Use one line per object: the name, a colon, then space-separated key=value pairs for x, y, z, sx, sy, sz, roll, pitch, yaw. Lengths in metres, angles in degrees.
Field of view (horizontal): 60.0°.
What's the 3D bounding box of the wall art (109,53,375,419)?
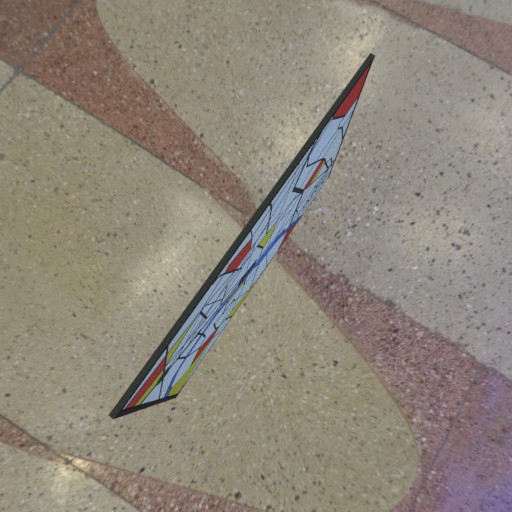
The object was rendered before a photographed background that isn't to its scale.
wall art: x=0.000 y=0.000 z=1.251 sx=0.013 sy=0.665 sz=0.963 roll=33 pitch=78 yaw=8
